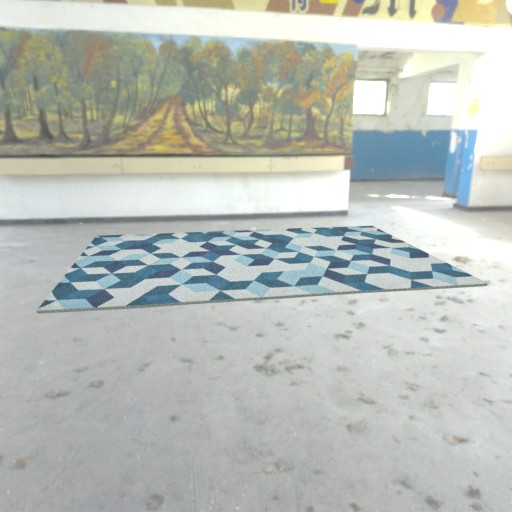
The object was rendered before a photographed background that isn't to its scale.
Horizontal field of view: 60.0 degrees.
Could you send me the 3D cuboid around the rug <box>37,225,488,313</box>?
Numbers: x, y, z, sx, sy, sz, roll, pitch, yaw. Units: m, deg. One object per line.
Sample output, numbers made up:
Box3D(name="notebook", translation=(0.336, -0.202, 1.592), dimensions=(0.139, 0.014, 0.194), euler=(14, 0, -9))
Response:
Box3D(name="rug", translation=(0.000, 0.000, 2.344), dimensions=(1.829, 0.014, 1.235), euler=(-3, 16, -9))
